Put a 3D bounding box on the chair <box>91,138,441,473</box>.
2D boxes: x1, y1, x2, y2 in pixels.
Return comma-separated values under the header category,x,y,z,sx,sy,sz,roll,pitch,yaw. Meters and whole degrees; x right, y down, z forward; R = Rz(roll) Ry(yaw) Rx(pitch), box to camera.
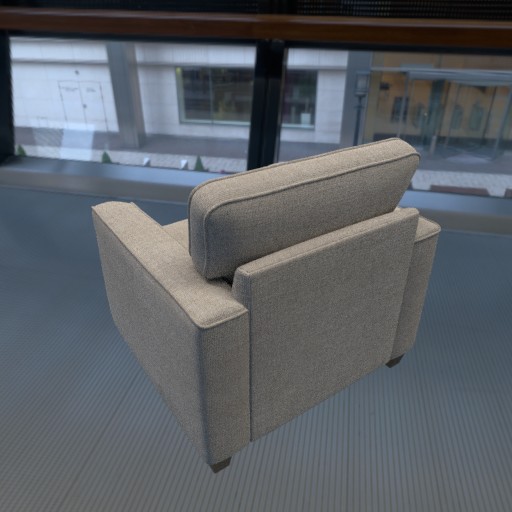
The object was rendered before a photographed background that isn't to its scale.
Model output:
category,x,y,z,sx,sy,sz,roll,pitch,yaw
chair,0.000,0.000,1.755,1.015,0.965,0.939,-19,35,-29
